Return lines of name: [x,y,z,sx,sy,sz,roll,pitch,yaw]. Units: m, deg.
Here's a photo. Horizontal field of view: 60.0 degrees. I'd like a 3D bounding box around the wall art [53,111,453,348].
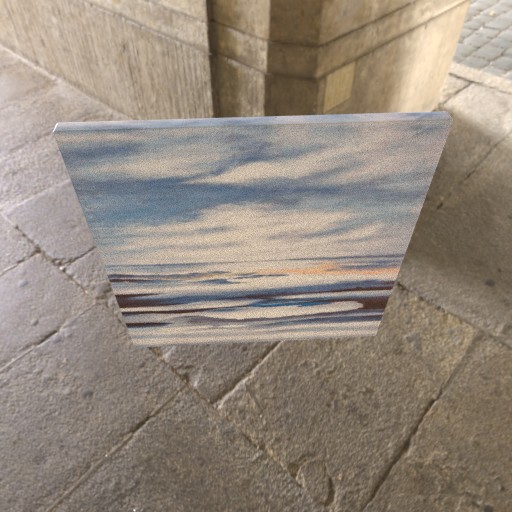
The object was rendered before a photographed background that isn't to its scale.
wall art: [0.000,0.000,1.107,0.747,0.747,0.035,-2,47,-2]
